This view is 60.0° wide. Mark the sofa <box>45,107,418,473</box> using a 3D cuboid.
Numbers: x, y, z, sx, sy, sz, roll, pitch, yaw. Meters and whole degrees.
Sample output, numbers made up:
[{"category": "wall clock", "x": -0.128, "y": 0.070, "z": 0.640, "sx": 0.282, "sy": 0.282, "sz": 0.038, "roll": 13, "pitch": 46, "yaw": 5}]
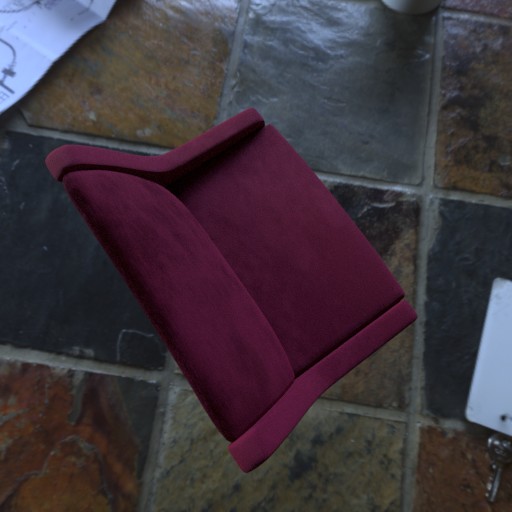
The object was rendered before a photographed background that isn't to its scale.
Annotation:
[{"category": "sofa", "x": 0.000, "y": 0.000, "z": 1.925, "sx": 0.946, "sy": 0.976, "sz": 1.242, "roll": -34, "pitch": 79, "yaw": -8}]
